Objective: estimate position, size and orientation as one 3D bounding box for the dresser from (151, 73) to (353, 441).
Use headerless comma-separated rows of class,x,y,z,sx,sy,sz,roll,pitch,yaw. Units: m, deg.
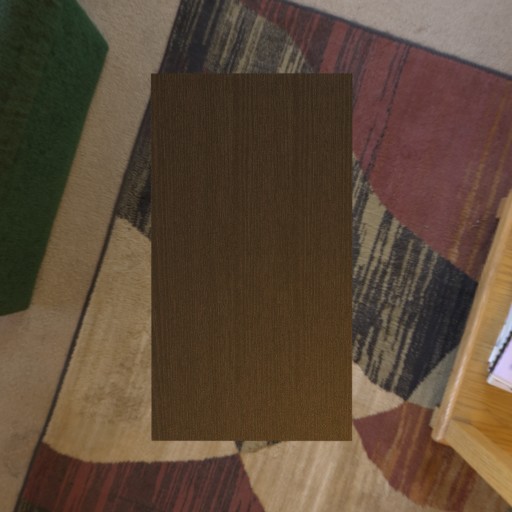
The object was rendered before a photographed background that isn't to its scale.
dresser,0.000,0.000,1.358,0.399,1.020,0.704,0,90,0
